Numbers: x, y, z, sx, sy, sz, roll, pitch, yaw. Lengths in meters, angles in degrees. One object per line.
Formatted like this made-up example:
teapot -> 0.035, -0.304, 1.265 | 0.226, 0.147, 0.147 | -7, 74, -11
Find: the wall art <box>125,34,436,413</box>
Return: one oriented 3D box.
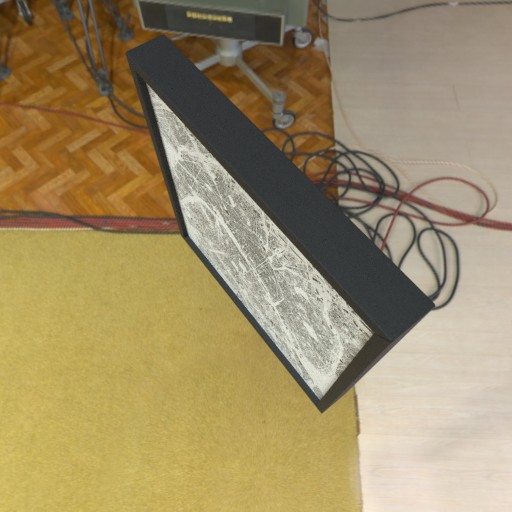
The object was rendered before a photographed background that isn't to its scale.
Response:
wall art -> 0.000, 0.000, 0.448 | 0.037, 0.305, 0.305 | -34, 68, -16
